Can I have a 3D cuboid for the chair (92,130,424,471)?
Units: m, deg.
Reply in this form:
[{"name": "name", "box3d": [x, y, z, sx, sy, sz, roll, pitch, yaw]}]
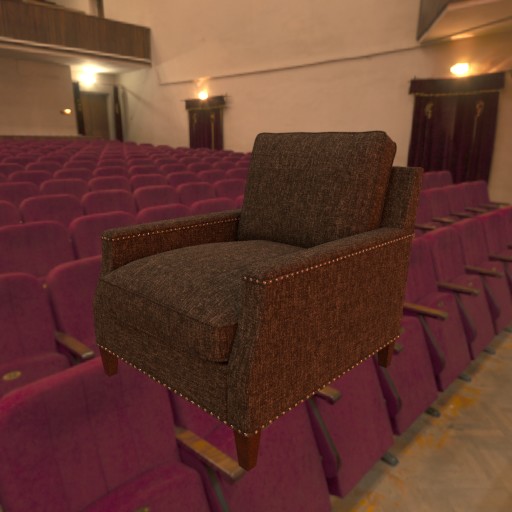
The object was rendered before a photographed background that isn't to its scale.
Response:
[{"name": "chair", "box3d": [0.000, 0.000, 1.715, 0.853, 0.943, 1.014, 13, 19, 42]}]
